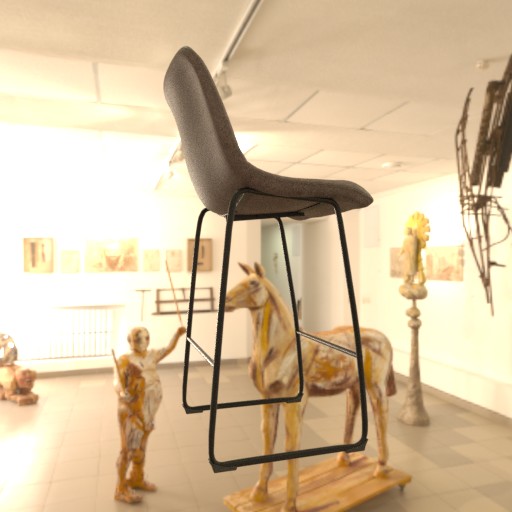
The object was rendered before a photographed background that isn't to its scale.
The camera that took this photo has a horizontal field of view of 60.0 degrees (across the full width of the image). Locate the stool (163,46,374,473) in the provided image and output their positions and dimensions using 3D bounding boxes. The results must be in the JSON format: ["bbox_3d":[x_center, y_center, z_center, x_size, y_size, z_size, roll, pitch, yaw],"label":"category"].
[{"bbox_3d":[0.000,0.000,1.376,0.561,1.082,0.514,0,0,-18],"label":"stool"}]
